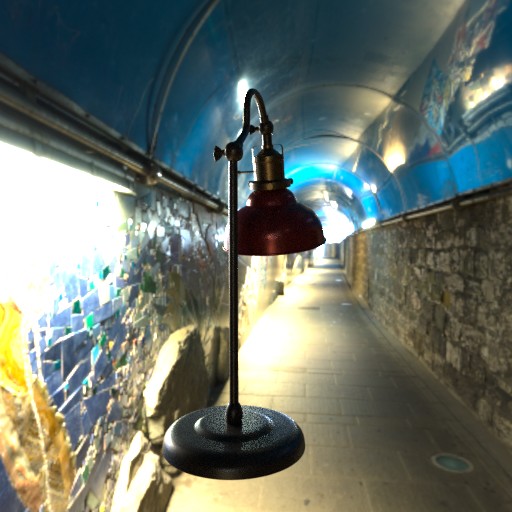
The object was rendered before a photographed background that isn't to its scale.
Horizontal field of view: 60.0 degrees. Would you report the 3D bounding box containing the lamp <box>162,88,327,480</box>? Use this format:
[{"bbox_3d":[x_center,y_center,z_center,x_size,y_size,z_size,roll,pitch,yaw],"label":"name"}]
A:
[{"bbox_3d":[0.000,0.000,0.685,0.192,0.508,0.374,0,1,19],"label":"lamp"}]
